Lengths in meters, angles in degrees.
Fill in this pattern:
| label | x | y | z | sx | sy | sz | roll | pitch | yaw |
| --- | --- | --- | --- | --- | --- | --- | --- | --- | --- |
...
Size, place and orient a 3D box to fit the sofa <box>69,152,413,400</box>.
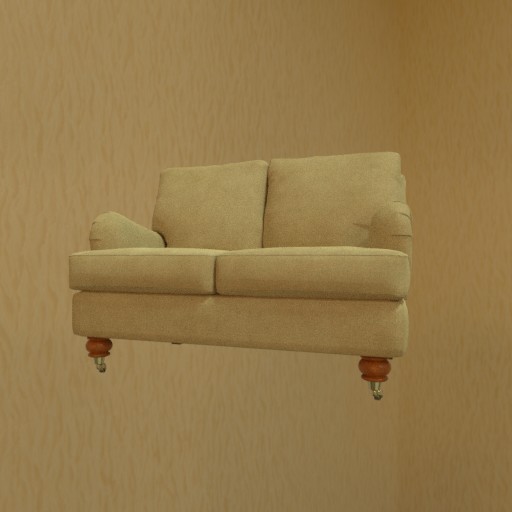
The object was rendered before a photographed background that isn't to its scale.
| label | x | y | z | sx | sy | sz | roll | pitch | yaw |
| --- | --- | --- | --- | --- | --- | --- | --- | --- | --- |
| sofa | 0.000 | 0.000 | 2.249 | 1.498 | 1.087 | 1.086 | 0 | 0 | 19 |
